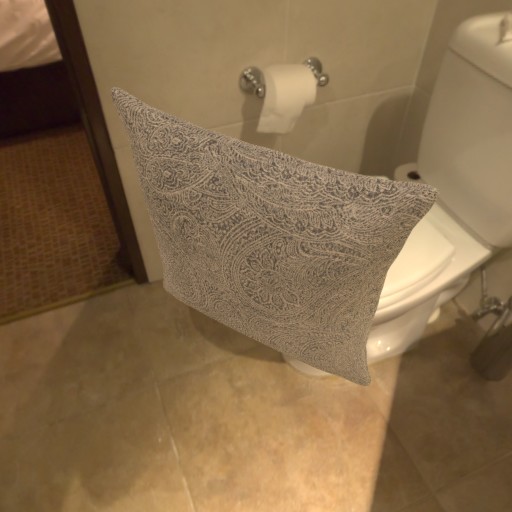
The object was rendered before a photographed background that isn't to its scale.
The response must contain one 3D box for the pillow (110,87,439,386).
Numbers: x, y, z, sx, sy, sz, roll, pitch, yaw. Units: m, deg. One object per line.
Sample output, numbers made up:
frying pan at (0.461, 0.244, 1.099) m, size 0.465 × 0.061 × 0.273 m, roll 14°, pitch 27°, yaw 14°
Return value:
pillow at (0.000, 0.000, 0.798) m, size 0.523 × 0.510 × 0.166 m, roll 23°, pitch 51°, yaw 20°
